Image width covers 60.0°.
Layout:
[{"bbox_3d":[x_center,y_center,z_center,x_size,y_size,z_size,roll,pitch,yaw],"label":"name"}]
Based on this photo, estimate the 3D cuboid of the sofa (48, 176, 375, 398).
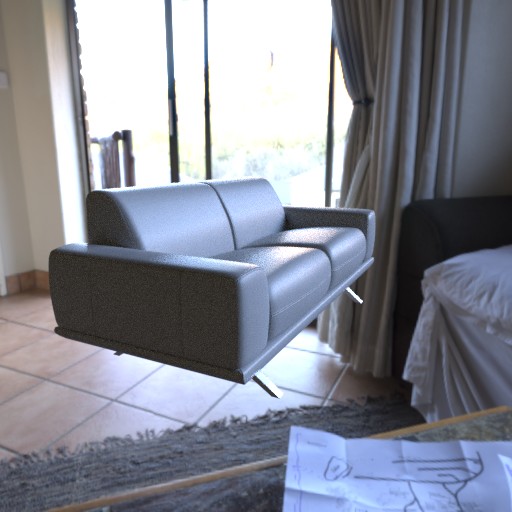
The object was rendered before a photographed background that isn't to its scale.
[{"bbox_3d":[0.000,0.000,2.374,0.900,0.772,1.901,6,14,26],"label":"sofa"}]
